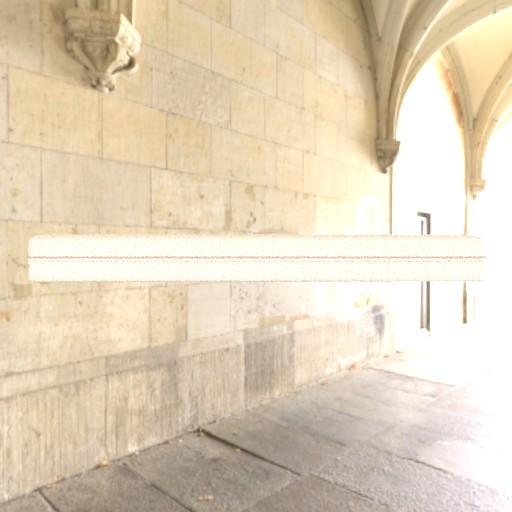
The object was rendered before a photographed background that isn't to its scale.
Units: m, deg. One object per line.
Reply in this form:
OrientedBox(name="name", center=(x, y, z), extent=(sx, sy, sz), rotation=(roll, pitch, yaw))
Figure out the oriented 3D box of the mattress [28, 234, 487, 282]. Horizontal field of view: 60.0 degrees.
OrientedBox(name="mattress", center=(0.000, 0.000, 2.616), extent=(1.900, 0.200, 1.600), rotation=(0, 1, -1))
